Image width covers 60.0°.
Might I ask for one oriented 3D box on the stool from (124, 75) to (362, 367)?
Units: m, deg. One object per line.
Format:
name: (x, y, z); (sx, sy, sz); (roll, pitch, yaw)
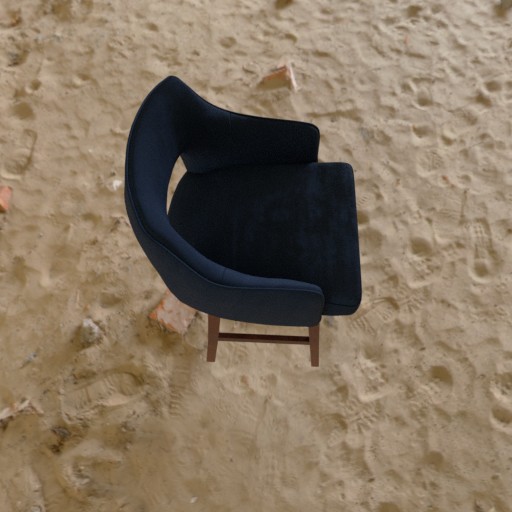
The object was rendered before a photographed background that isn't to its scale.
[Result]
stool: (0.000, 0.000, 1.385); (0.560, 1.041, 0.550); (2, 63, 1)
